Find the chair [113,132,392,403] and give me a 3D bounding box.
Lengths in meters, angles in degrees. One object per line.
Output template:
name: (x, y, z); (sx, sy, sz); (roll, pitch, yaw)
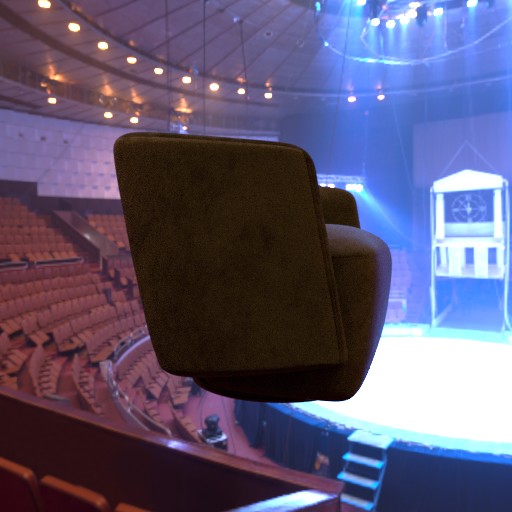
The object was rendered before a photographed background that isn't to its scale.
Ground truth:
chair: (0.000, 0.000, 1.324); (0.767, 0.698, 0.773); (0, 1, 19)
